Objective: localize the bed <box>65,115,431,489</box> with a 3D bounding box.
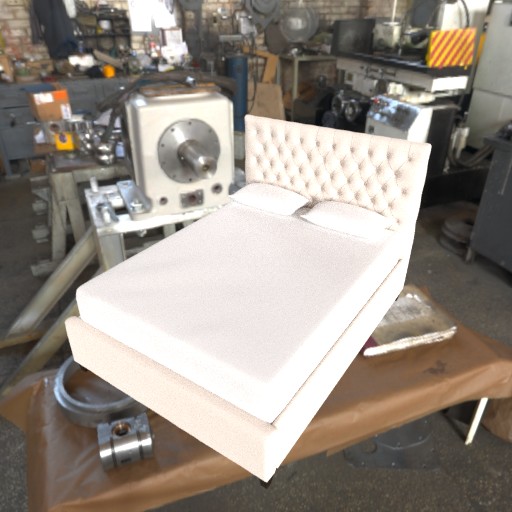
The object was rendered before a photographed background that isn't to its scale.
[{"bbox_3d":[0.000,0.000,3.274,1.696,1.426,2.233,19,35,29],"label":"bed"}]
